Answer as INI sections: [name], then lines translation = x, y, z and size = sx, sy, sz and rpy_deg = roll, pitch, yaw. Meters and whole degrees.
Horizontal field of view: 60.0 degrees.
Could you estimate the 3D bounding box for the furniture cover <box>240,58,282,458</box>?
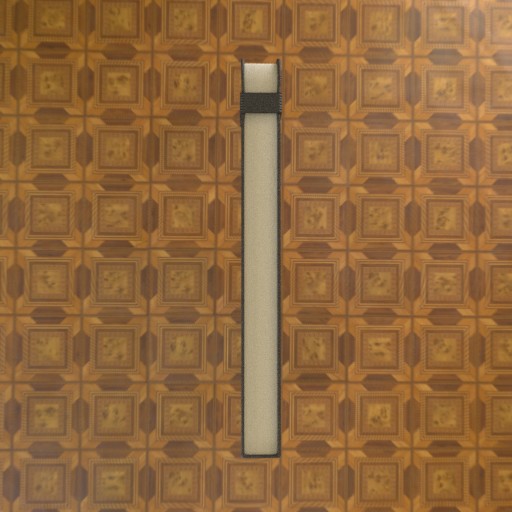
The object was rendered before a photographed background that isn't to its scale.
[furniture cover]
translation = 0.000, 0.000, 0.374
size = 0.023, 0.281, 0.216
rpy_deg = 0, 89, -1
